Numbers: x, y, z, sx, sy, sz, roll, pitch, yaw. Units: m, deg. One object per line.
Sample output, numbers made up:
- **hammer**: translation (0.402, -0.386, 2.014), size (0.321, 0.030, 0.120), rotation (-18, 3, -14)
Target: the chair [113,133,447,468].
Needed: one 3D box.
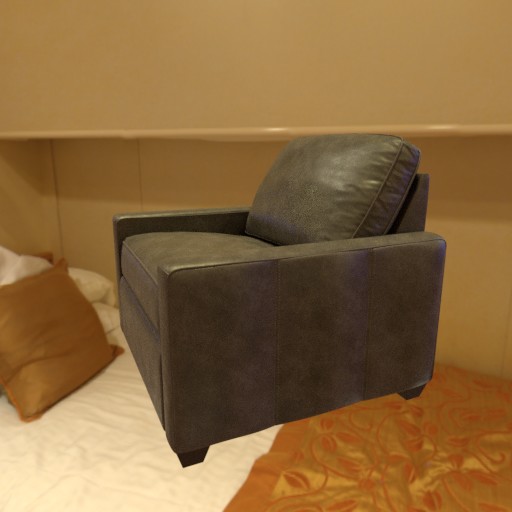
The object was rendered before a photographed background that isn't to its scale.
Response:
- **chair**: translation (0.000, 0.000, 1.707), size (0.939, 0.916, 1.006), rotation (-6, 15, -24)
